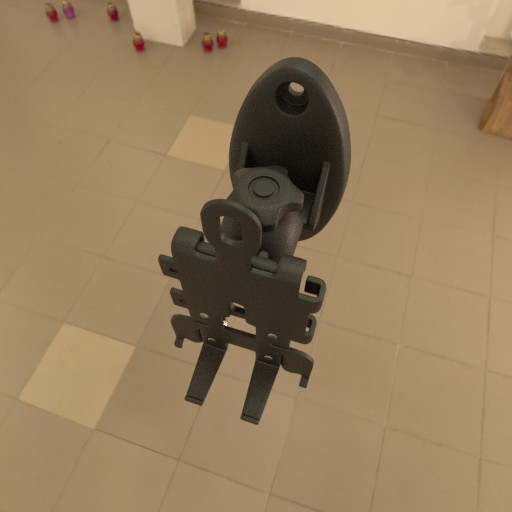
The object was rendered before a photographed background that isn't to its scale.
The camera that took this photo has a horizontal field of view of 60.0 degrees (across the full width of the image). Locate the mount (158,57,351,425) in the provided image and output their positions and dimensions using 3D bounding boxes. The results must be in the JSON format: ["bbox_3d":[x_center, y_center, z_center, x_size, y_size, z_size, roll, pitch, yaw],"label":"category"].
[{"bbox_3d":[0.000,0.000,0.174,0.066,0.118,0.100,15,59,9],"label":"mount"}]
